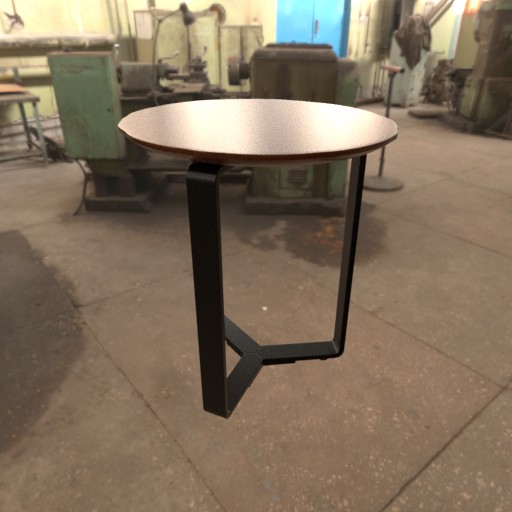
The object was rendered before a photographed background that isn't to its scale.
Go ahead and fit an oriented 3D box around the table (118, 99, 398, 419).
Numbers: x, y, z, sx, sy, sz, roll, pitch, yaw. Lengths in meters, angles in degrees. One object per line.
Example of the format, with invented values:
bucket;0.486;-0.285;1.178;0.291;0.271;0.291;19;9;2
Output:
table;0.000;0.000;0.750;0.380;0.450;0.410;-19;33;-32
